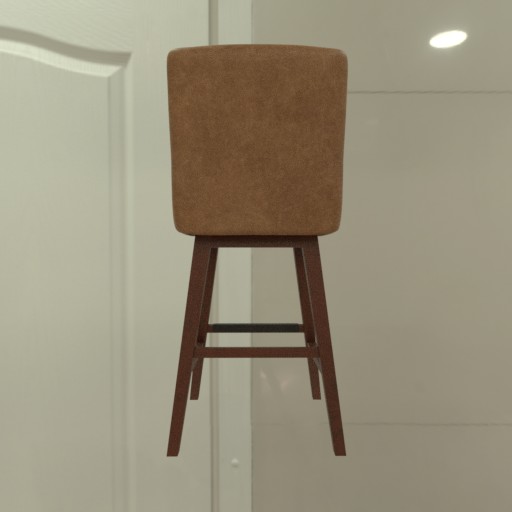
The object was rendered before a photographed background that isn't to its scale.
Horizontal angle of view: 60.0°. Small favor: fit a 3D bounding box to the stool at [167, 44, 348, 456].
[{"bbox_3d":[0.000,0.000,1.394,0.487,1.079,0.572,0,1,0],"label":"stool"}]
